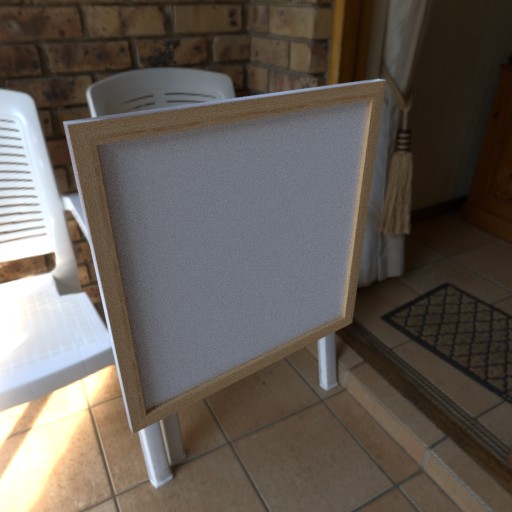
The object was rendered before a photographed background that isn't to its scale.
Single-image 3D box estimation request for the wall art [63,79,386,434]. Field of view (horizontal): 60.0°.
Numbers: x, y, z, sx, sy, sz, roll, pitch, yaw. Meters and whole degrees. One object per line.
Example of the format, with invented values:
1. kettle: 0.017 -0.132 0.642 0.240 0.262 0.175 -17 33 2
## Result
1. wall art: 0.000 0.000 1.107 0.762 0.762 0.027 -19 36 -29
